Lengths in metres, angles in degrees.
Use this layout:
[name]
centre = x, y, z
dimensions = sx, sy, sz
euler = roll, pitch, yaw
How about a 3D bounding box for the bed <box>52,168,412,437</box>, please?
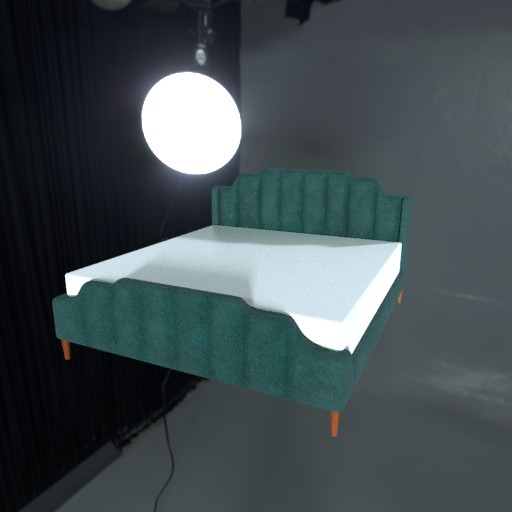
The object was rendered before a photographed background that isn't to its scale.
[bed]
centre = 0.000, 0.000, 3.586
dimensions = 2.074, 1.245, 2.340
euler = 7, 16, 25
